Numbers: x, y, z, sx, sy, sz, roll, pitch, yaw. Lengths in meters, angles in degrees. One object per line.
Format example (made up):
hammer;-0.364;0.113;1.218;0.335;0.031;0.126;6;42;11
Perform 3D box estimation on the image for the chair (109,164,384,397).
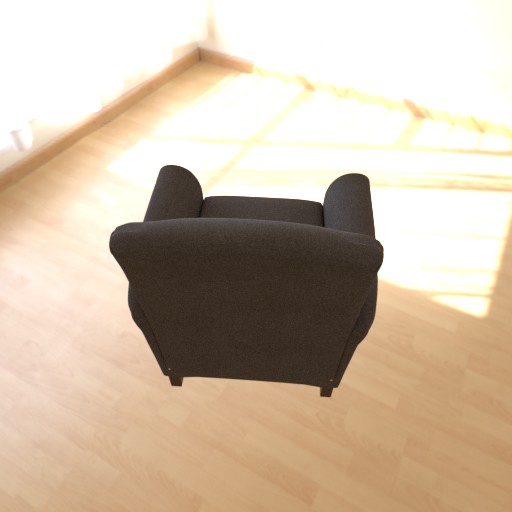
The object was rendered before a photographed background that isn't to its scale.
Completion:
chair;0.000;0.000;1.807;0.978;1.061;0.905;3;47;3
